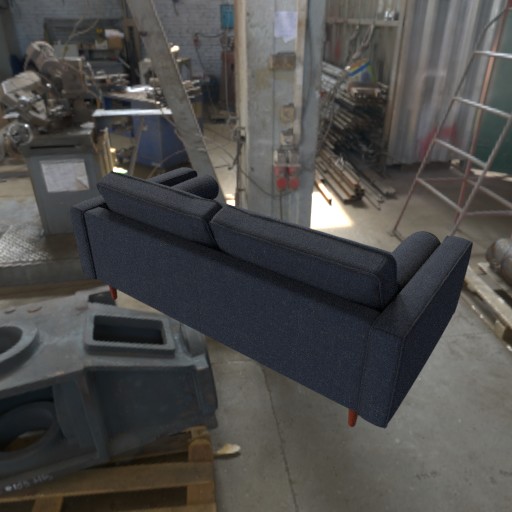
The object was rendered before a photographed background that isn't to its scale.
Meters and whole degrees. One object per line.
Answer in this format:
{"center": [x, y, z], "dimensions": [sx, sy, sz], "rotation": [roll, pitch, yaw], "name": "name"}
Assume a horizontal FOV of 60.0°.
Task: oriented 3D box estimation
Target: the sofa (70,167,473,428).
{"center": [0.000, 0.000, 2.319], "dimensions": [1.880, 0.762, 0.914], "rotation": [20, 35, 32], "name": "sofa"}
